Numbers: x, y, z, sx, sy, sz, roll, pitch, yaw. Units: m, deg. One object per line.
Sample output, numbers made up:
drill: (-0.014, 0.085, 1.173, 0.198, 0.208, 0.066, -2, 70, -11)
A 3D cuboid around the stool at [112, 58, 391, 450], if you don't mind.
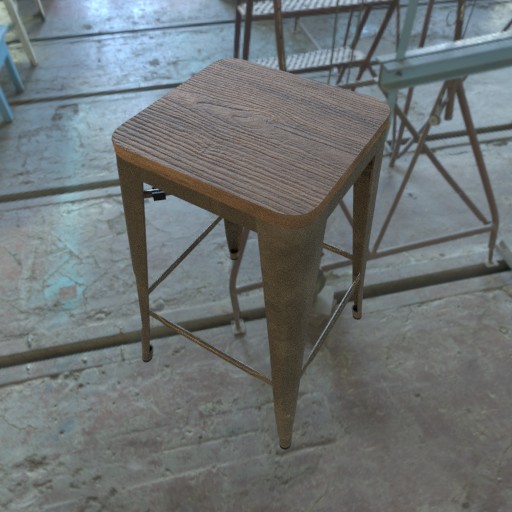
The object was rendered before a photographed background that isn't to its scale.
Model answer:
stool: (0.000, 0.000, 0.884, 0.407, 0.607, 0.407, 25, 53, 20)
